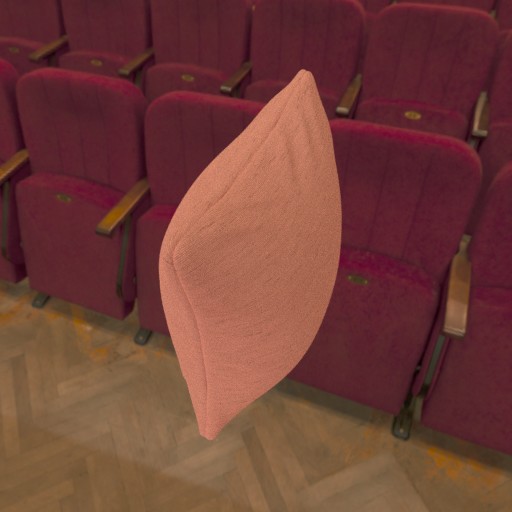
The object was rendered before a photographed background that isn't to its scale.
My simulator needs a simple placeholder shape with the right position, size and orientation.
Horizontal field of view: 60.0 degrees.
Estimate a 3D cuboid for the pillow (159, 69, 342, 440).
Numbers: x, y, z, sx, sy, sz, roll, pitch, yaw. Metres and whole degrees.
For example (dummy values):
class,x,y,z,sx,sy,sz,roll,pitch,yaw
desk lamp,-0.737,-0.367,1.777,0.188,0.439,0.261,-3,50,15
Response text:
class,x,y,z,sx,sy,sz,roll,pitch,yaw
pillow,0.000,0.000,0.681,0.246,0.415,0.432,16,48,15
